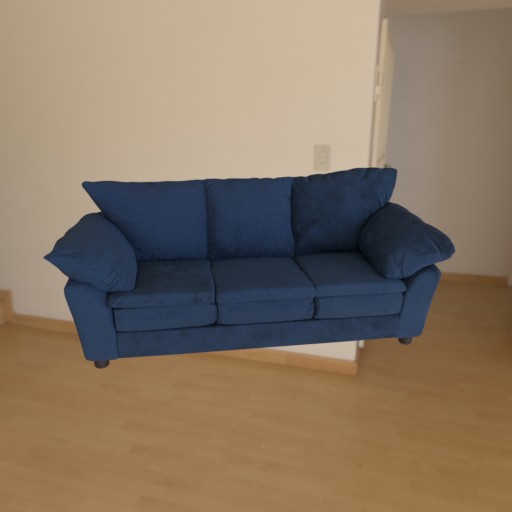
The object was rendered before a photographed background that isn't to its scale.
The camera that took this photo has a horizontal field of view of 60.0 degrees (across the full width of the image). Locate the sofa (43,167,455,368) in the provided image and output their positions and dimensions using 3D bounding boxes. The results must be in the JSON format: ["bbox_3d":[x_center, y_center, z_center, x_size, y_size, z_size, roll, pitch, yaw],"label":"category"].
[{"bbox_3d":[0.000,0.000,2.949,2.390,1.091,0.907,-3,17,-8],"label":"sofa"}]
